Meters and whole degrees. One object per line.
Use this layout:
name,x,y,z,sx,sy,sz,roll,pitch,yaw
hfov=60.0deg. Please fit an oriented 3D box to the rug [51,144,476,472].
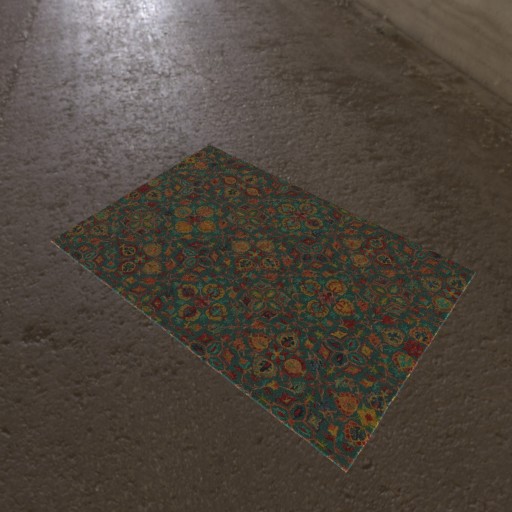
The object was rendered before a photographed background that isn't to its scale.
rug,0.000,0.000,2.849,2.290,0.016,1.527,31,53,26
